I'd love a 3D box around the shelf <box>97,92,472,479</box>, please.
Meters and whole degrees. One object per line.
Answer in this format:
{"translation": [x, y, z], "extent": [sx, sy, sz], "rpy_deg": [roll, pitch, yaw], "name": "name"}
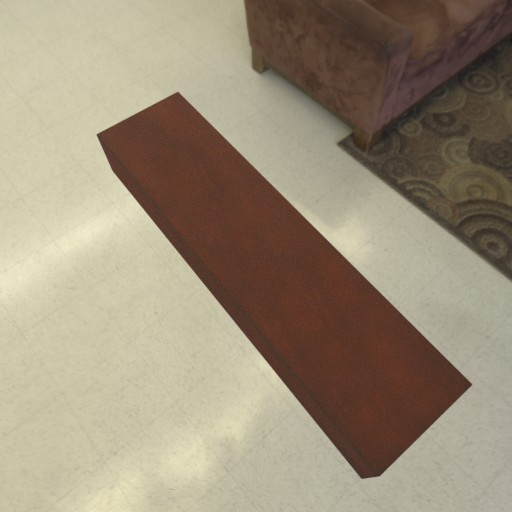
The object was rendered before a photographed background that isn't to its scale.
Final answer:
{"translation": [0.000, 0.000, 0.636], "extent": [0.152, 0.088, 0.607], "rpy_deg": [-35, 67, -17], "name": "shelf"}
